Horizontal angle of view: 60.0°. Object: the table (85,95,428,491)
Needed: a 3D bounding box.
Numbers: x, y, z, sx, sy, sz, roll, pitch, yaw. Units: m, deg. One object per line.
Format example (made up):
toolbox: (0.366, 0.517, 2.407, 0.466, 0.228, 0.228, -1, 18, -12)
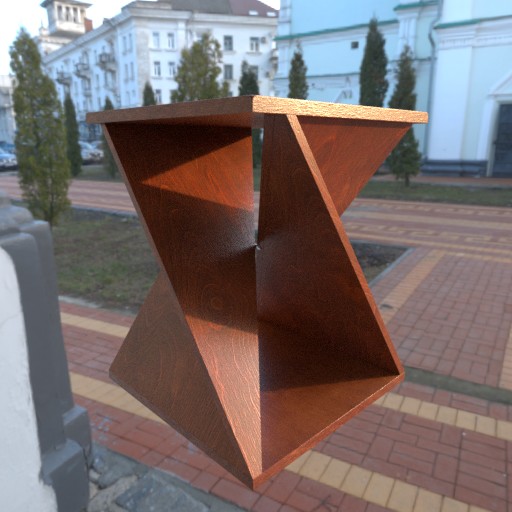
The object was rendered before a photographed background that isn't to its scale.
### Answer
table: (0.000, 0.000, 0.843, 0.427, 0.520, 0.427, -14, 20, -43)
